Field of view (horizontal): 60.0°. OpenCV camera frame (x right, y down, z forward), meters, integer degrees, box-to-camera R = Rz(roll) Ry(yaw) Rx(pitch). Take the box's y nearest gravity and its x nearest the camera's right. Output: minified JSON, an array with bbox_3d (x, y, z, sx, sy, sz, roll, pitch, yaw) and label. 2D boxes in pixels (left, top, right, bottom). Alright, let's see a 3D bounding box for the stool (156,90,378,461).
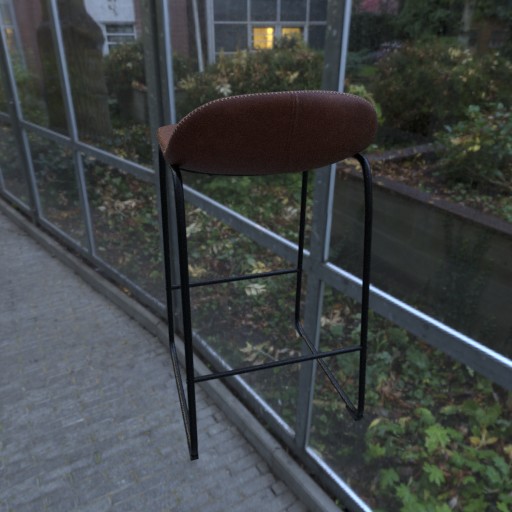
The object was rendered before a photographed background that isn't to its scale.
[{"bbox_3d":[0.000,0.000,1.126,0.454,0.830,0.473,-7,27,-15],"label":"stool"}]
